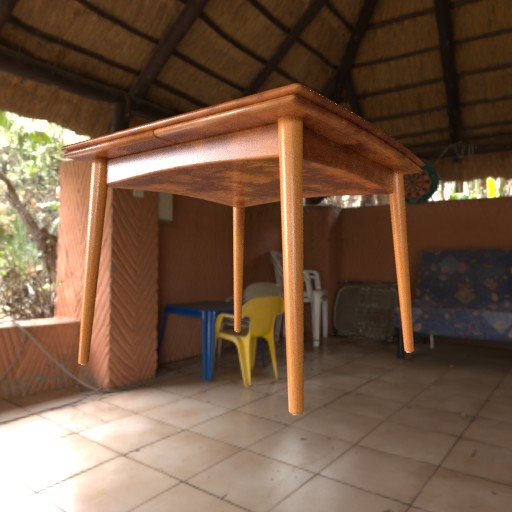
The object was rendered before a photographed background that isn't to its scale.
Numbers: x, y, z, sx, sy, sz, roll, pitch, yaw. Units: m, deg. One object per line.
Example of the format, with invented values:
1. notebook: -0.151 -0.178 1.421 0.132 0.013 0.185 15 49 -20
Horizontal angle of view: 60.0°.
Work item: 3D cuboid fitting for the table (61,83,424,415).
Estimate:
1. table: 0.000 0.000 1.640 0.991 0.754 0.991 0 -1 36
